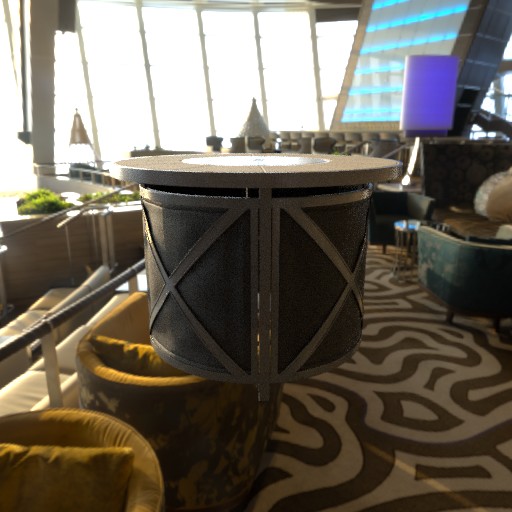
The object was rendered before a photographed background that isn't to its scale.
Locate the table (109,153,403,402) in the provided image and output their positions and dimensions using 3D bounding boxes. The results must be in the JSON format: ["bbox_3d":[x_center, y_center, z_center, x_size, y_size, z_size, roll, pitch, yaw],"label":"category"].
[{"bbox_3d":[0.000,0.000,1.535,0.914,0.650,0.914,0,16,0],"label":"table"}]
